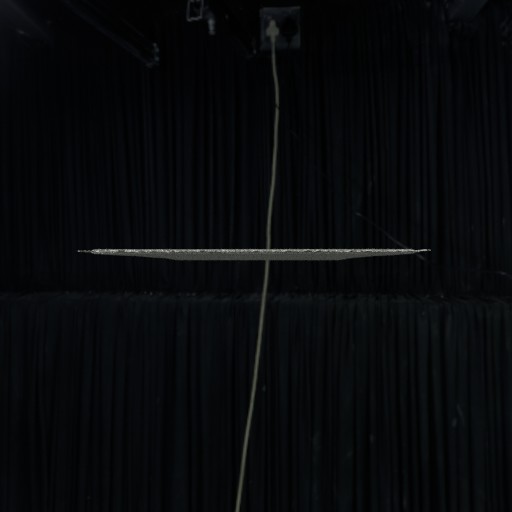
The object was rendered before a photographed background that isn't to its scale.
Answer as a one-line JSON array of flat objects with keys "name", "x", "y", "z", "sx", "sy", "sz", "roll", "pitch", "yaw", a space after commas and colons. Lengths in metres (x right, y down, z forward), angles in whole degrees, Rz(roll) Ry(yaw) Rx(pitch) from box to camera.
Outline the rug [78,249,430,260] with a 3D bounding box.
[{"name": "rug", "x": 0.000, "y": 0.000, "z": 3.348, "sx": 1.664, "sy": 0.029, "sz": 2.615, "roll": 0, "pitch": -1, "yaw": 1}]
